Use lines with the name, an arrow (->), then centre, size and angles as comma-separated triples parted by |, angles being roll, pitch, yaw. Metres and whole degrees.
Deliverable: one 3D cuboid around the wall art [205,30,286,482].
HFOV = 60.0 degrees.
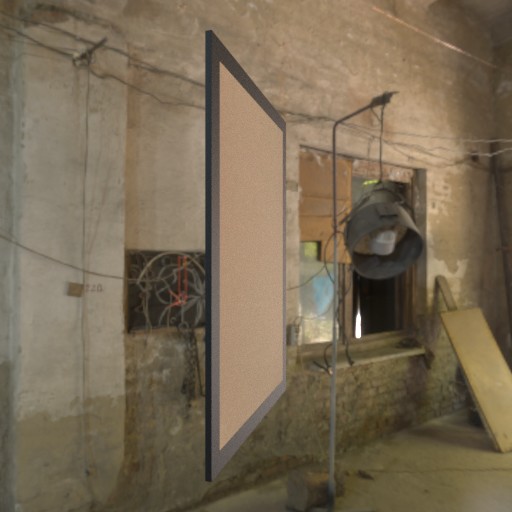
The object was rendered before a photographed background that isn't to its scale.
wall art -> 0.000, 0.000, 0.701 | 0.008, 0.530, 0.379 | 0, 0, 17
